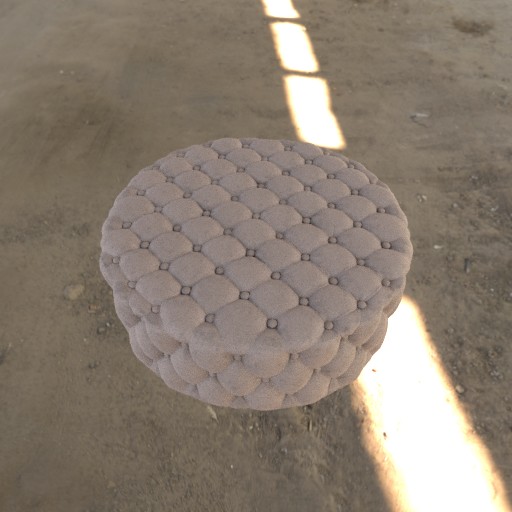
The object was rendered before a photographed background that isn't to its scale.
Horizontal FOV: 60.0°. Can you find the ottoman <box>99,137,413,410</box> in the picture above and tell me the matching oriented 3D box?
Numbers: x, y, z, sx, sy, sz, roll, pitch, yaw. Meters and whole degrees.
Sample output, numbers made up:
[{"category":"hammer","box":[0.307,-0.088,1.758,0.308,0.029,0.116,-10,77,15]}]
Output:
[{"category":"ottoman","box":[0.000,0.000,1.537,0.998,0.399,0.998,0,47,0]}]
